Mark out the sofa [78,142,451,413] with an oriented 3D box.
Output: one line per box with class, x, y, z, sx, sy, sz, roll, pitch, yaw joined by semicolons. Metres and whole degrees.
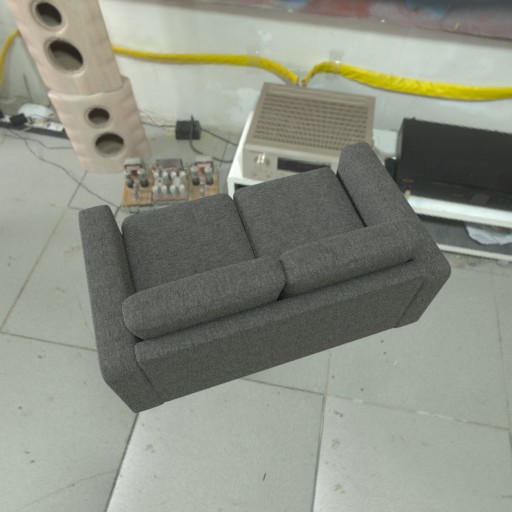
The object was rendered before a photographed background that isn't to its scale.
sofa;0.000;0.000;2.132;1.520;0.800;0.900;-16;58;-10
